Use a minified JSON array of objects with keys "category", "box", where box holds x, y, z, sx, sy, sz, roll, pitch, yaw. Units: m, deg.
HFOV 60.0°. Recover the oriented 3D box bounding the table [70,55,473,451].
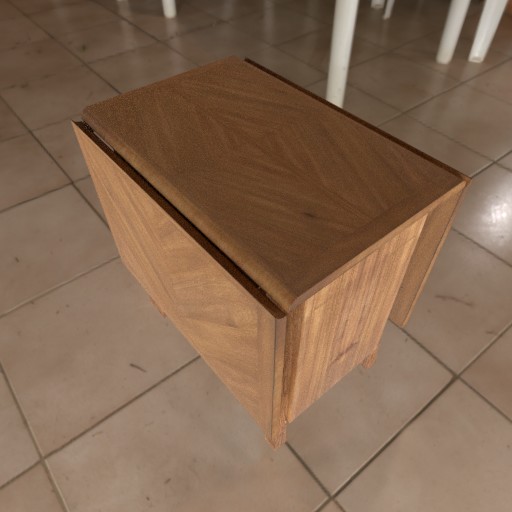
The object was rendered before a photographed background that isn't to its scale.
[{"category":"table","box":[0.000,0.000,1.627,0.701,0.981,0.967,-32,55,-25]}]
